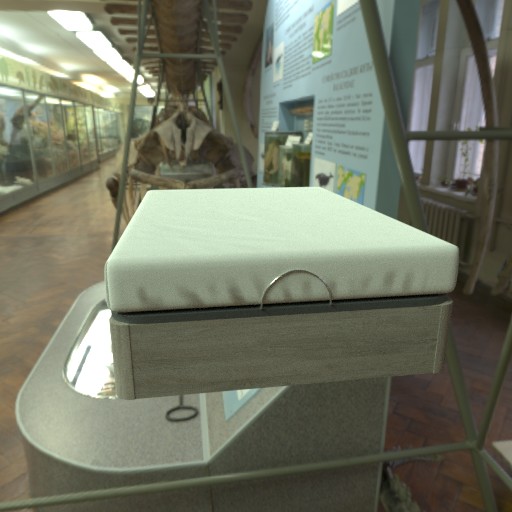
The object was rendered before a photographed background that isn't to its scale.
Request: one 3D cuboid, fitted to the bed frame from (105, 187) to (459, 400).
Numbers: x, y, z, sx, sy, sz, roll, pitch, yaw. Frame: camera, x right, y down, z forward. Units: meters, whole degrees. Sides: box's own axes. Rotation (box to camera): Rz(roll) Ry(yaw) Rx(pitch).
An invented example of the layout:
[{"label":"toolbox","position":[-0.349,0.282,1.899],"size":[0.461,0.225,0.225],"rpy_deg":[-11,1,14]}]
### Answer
[{"label":"bed frame","position":[0.000,0.000,2.618],"size":[1.400,0.561,1.900],"rpy_deg":[-2,16,-8]}]
